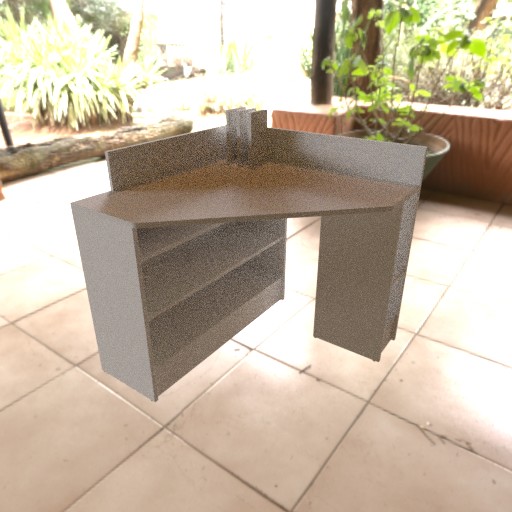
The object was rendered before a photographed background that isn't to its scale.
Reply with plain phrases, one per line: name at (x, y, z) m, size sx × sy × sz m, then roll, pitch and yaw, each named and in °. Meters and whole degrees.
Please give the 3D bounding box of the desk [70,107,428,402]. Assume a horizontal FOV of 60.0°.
desk at (0.000, 0.000, 1.774) m, size 0.940 × 0.986 × 0.940 m, roll 17°, pitch 31°, yaw 32°
